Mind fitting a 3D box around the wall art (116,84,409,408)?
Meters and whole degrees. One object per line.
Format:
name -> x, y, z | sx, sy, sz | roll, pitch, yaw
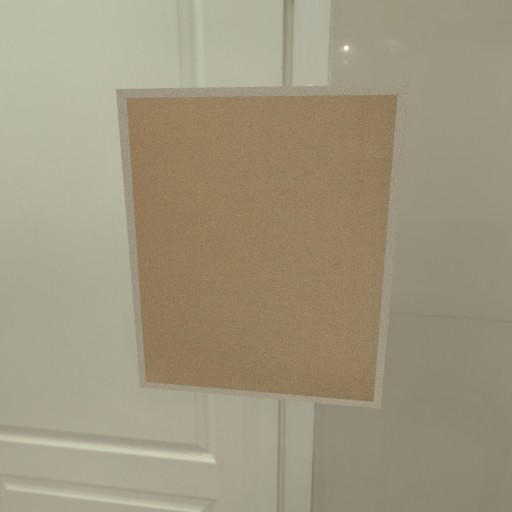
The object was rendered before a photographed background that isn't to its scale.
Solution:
wall art -> 0.000, 0.000, 0.639 | 0.382, 0.456, 0.013 | 2, 16, 8
